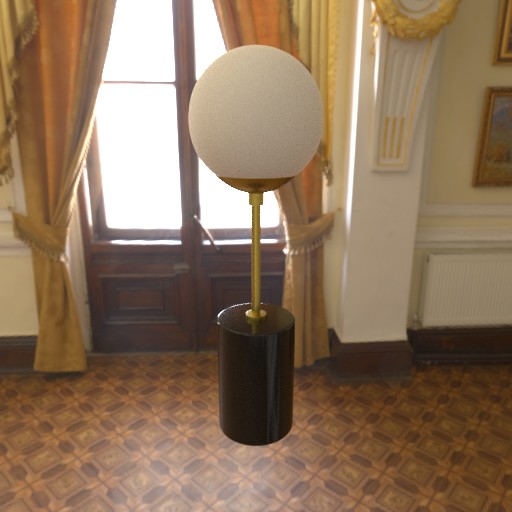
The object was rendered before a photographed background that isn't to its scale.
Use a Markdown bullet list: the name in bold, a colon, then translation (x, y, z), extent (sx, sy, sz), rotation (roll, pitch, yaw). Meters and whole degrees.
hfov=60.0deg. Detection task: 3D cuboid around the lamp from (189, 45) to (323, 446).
- **lamp**: translation (0.000, 0.000, 0.553), extent (0.153, 0.480, 0.153), rotation (0, 16, 0)
